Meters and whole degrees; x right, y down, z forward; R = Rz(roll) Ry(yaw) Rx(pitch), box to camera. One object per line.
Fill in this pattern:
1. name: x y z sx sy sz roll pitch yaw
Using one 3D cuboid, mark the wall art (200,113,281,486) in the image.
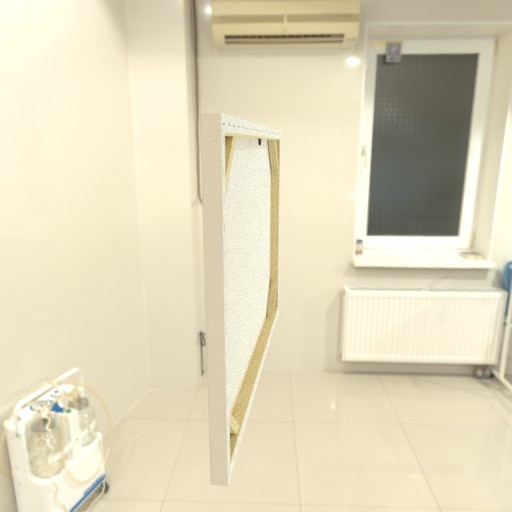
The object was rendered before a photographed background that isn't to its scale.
1. wall art: 0.000 0.000 1.344 0.038 0.762 1.016 2 14 9
